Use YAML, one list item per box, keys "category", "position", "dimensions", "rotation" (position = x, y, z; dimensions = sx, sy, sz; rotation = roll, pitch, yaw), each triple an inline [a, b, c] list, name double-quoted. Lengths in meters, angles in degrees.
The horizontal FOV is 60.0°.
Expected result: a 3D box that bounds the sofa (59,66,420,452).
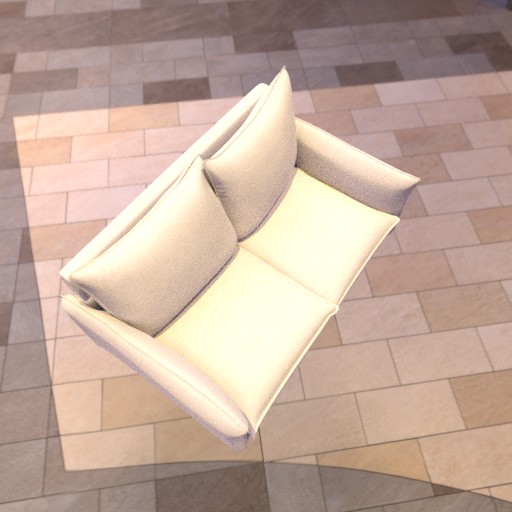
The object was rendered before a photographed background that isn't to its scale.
- category: "sofa"
  position: [0.000, 0.000, 1.856]
  dimensions: [0.820, 0.840, 1.300]
  rotation: [32, 65, 17]
